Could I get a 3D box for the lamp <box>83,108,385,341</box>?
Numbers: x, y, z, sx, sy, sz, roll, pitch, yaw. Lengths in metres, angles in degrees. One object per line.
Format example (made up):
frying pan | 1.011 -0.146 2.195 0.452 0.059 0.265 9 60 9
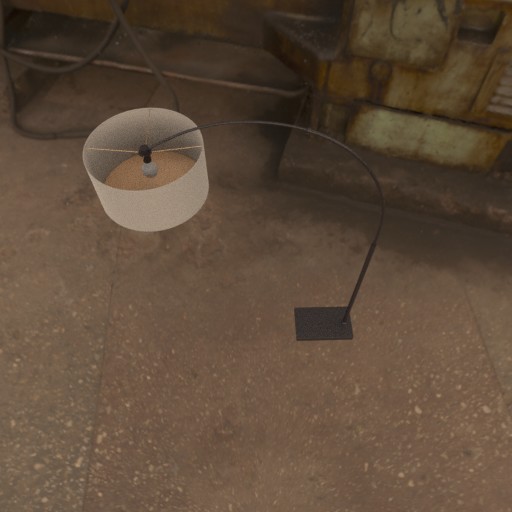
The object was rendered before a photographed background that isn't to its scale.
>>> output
lamp | 0.000 0.000 2.543 1.424 1.927 0.493 -1 57 -1
